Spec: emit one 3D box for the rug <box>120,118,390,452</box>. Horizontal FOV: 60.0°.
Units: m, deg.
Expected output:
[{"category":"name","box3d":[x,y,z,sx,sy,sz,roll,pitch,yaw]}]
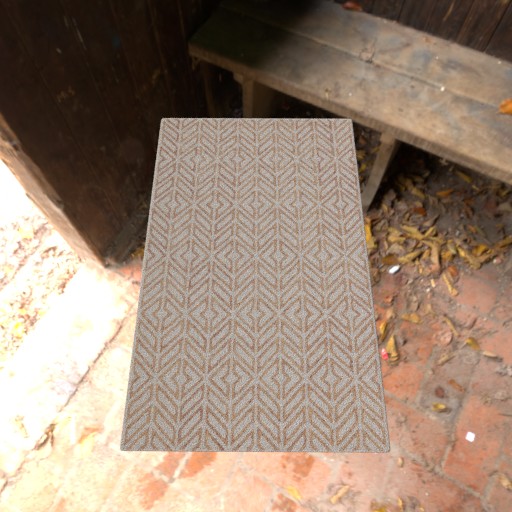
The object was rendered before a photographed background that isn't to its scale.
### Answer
[{"category":"rug","box3d":[0.000,0.000,3.015,1.523,0.008,2.438,0,64,0]}]
